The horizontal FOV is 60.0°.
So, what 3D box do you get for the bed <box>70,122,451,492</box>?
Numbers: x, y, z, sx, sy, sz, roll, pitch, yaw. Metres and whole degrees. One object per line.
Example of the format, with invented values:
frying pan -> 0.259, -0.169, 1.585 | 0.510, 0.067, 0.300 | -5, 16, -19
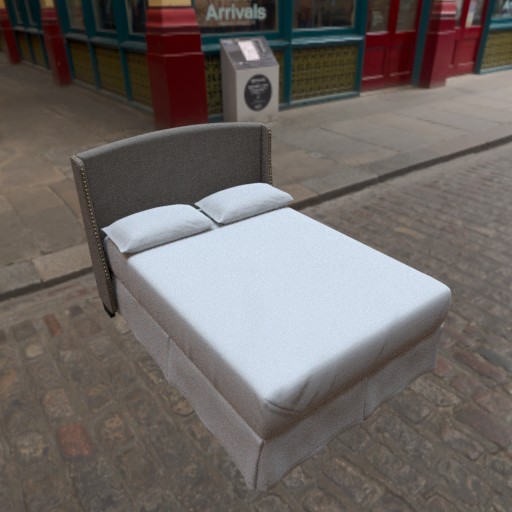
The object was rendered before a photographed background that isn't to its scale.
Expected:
bed -> 0.000, 0.000, 3.173 | 1.710, 1.407, 2.237 | -21, 36, -31
